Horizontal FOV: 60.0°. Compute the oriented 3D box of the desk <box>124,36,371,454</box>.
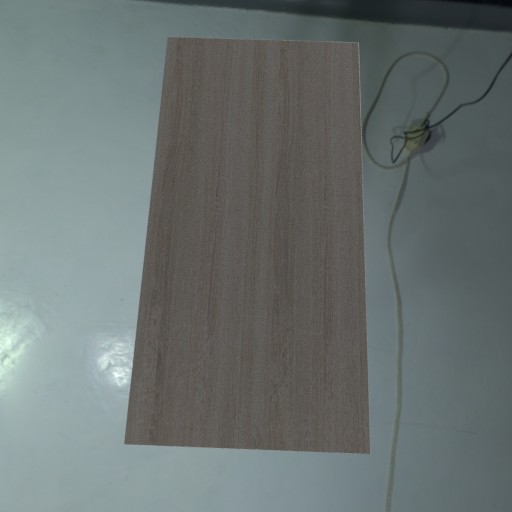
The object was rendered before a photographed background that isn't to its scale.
[{"bbox_3d":[0.000,0.000,1.344,0.499,0.660,0.991,2,75,1],"label":"desk"}]
